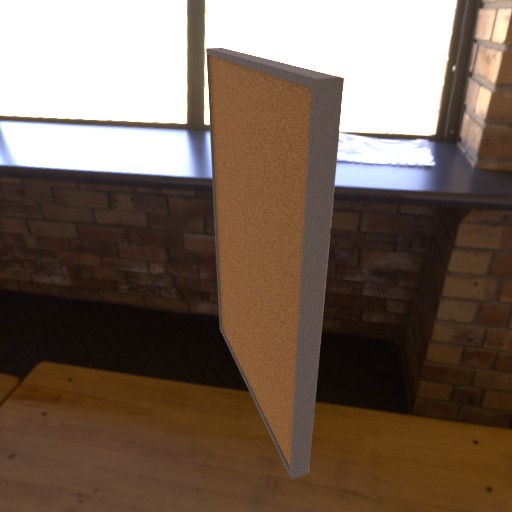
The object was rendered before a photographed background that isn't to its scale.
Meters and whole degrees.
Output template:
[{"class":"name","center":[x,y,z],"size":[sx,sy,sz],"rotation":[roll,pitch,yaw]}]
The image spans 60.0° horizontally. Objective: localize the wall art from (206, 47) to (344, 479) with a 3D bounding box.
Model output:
[{"class":"wall art","center":[0.000,0.000,0.921],"size":[0.039,0.753,0.511],"rotation":[-10,31,-18]}]
